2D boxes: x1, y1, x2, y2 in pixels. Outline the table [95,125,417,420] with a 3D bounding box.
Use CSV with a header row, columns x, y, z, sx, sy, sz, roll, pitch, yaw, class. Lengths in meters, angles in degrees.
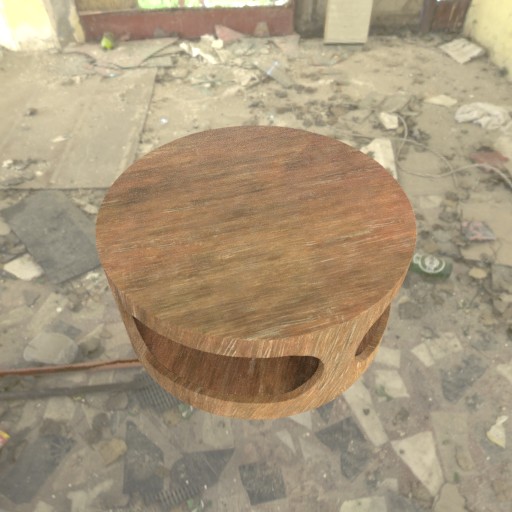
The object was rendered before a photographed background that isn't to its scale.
x,y,z,sx,sy,sz,roll,pitch,yaw,class
0.000,0.000,1.547,0.974,0.450,0.974,0,46,0,table
